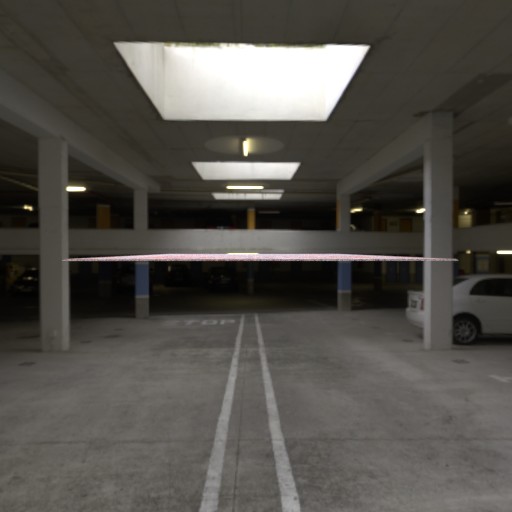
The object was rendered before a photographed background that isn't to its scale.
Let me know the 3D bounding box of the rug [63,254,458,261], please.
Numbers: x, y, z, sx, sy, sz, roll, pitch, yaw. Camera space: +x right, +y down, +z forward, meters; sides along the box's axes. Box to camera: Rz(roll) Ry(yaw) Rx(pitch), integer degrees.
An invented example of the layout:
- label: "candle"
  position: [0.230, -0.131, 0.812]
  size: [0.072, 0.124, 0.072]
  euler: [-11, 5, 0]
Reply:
- label: "rug"
  position: [0.000, 0.000, 2.276]
  size: [1.219, 0.005, 1.829]
  euler: [0, 1, -1]
